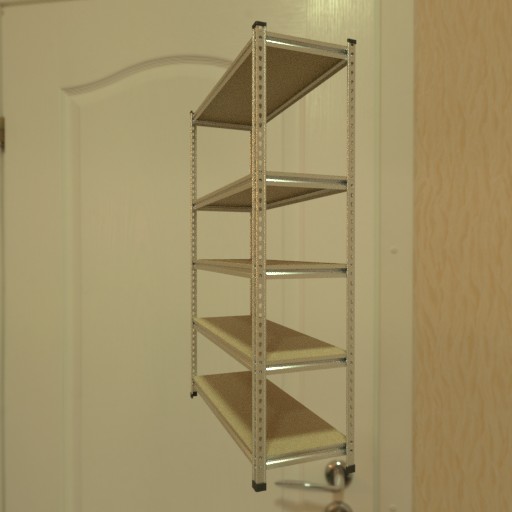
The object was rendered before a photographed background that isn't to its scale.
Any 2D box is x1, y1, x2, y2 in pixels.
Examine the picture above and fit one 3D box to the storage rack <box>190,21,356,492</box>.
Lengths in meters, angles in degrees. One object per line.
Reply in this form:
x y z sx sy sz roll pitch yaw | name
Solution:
0.000 0.000 2.366 0.457 1.829 1.219 0 1 -20 | storage rack
